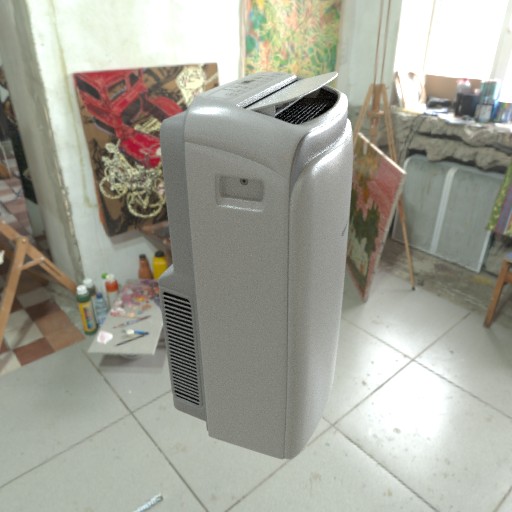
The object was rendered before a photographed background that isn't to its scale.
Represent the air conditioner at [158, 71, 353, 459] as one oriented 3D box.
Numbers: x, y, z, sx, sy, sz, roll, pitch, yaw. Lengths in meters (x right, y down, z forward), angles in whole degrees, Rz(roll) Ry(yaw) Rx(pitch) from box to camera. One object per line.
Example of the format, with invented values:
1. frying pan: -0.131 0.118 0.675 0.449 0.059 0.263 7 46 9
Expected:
1. air conditioner: 0.000 0.000 1.034 0.414 0.786 0.449 10 31 17
